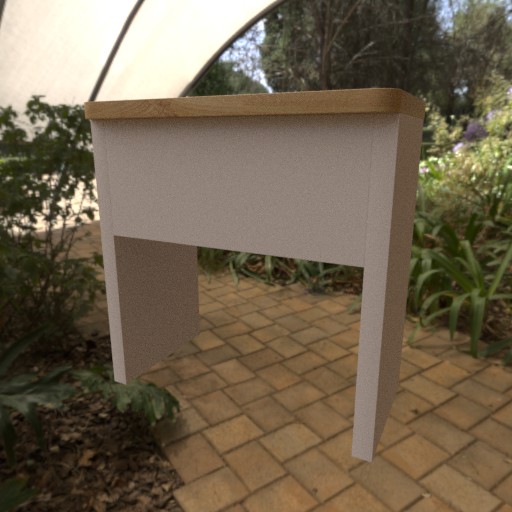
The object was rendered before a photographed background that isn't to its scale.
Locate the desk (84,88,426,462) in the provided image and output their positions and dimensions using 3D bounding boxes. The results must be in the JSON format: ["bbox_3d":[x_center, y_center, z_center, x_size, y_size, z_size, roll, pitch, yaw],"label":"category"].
[{"bbox_3d":[0.000,0.000,1.208,0.760,0.790,0.440,7,17,26],"label":"desk"}]
